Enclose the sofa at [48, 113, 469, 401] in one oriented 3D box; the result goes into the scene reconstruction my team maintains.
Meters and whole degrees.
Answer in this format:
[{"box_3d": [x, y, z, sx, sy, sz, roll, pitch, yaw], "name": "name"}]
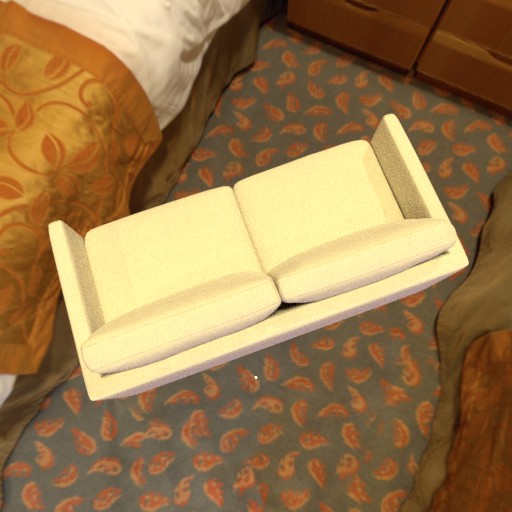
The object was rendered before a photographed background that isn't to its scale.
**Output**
[{"box_3d": [0.000, 0.000, 2.493, 1.981, 0.889, 0.965, -19, 76, -5], "name": "sofa"}]
